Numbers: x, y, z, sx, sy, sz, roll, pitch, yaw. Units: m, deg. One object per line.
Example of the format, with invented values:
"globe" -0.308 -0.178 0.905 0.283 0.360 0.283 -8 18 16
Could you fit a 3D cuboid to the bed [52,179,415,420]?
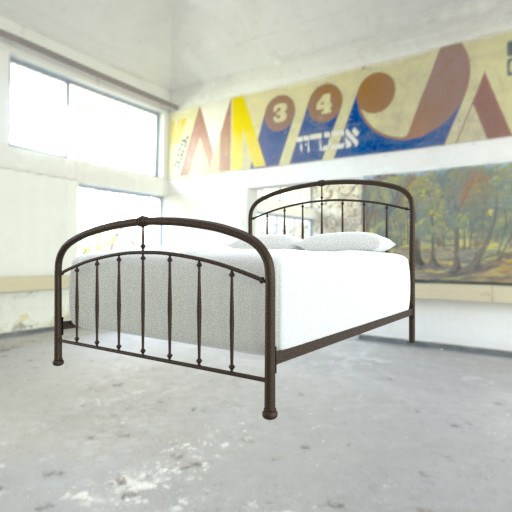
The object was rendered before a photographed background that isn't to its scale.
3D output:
"bed" 0.000 0.000 3.259 1.711 1.425 2.180 0 0 35
